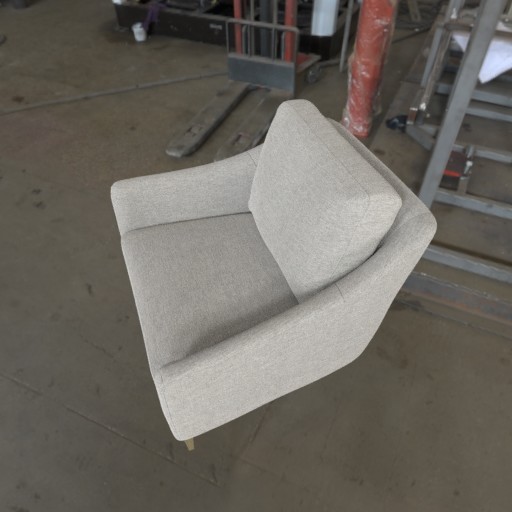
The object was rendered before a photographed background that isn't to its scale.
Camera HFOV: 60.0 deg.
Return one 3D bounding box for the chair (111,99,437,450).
[{"bbox_3d":[0.000,0.000,1.707,0.961,0.902,0.986,-15,47,-14],"label":"chair"}]
